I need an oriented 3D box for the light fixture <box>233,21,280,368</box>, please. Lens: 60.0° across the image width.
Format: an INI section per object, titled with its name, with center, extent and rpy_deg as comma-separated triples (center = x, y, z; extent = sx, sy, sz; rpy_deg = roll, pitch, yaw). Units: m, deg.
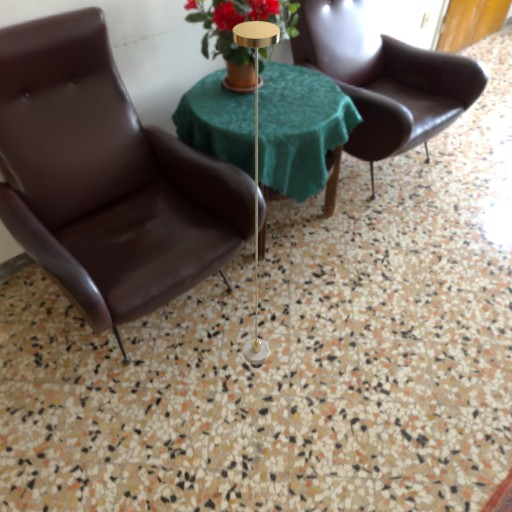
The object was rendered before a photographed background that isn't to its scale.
[light fixture]
center = 0.000, 0.000, 1.734
extent = 0.129, 1.669, 0.129
rpy_deg = 9, 47, 9
